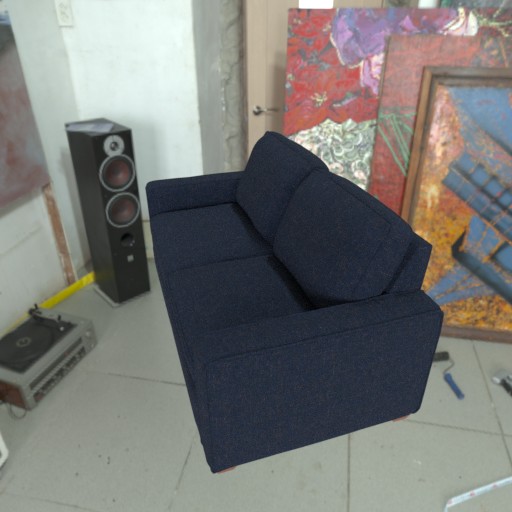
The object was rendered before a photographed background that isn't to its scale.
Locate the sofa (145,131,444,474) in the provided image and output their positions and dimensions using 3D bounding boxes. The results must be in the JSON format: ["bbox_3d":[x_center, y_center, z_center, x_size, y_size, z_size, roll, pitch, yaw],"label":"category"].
[{"bbox_3d":[0.000,0.000,2.268,0.947,0.918,1.709,-9,31,-16],"label":"sofa"}]
